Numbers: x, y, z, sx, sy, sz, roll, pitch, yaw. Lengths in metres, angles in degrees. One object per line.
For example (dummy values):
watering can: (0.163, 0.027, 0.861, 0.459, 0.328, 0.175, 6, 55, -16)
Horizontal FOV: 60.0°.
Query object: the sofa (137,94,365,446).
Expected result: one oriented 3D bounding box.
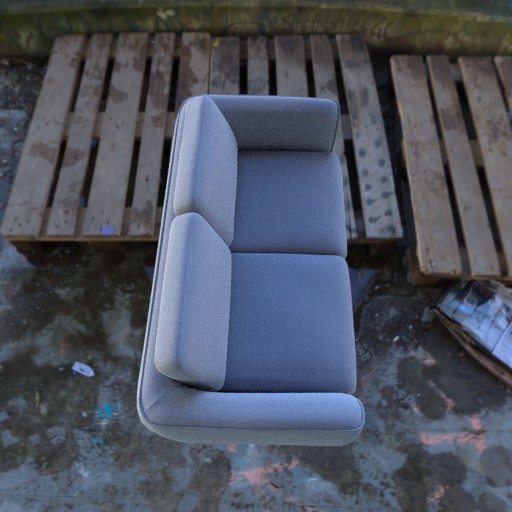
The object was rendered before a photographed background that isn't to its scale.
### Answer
sofa: (0.000, 0.000, 2.171, 0.920, 0.850, 1.700, 1, 63, 1)
